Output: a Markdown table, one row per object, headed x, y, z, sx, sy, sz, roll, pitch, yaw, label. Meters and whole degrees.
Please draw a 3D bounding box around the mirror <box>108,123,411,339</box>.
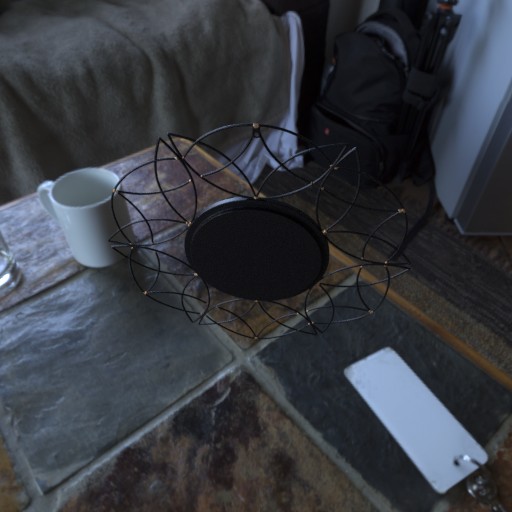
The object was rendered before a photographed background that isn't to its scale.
| x | y | z | sx | sy | sz | roll | pitch | yaw | label |
| --- | --- | --- | --- | --- | --- | --- | --- | --- | --- |
| 0.000 | 0.000 | 1.159 | 0.797 | 0.775 | 0.028 | 4 | 47 | 4 | mirror |
